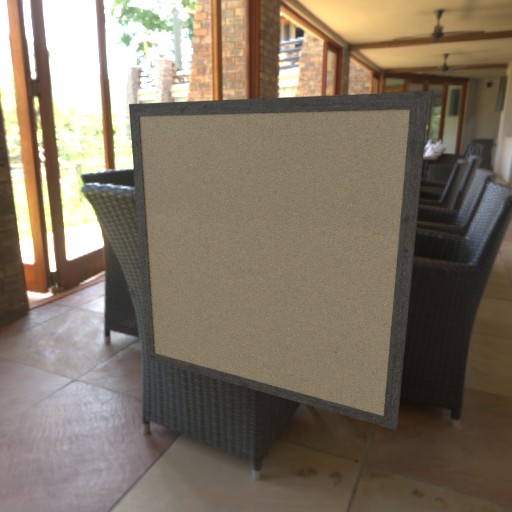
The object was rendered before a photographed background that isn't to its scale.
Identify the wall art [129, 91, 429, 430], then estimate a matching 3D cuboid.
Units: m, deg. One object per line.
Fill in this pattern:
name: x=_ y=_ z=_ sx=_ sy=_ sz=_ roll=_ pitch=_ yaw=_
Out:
wall art: x=0.000 y=0.000 z=0.682 sx=0.457 sy=0.457 sz=0.013 roll=8 pitch=17 yaw=26
